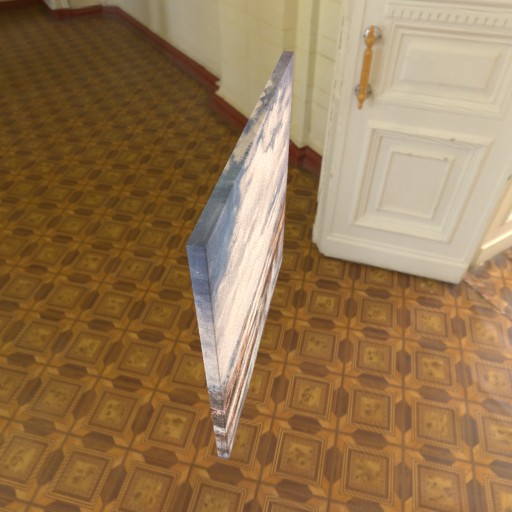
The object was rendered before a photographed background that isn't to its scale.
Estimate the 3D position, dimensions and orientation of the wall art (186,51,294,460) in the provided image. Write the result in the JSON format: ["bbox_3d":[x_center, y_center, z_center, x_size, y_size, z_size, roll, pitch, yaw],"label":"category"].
[{"bbox_3d":[0.000,0.000,1.538,0.040,1.020,1.010,9,45,9],"label":"wall art"}]
